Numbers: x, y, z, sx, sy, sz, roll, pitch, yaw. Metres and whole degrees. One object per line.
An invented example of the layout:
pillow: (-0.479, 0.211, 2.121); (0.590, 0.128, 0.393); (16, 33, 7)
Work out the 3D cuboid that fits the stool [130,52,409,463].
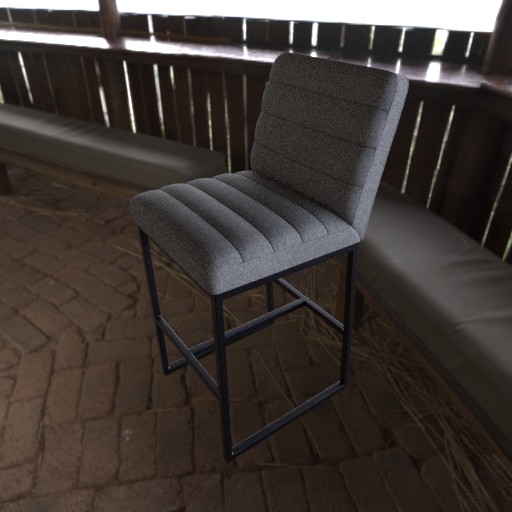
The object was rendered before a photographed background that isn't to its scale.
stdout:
stool: (0.000, 0.000, 1.311); (0.571, 1.034, 0.459); (-21, 38, -29)
